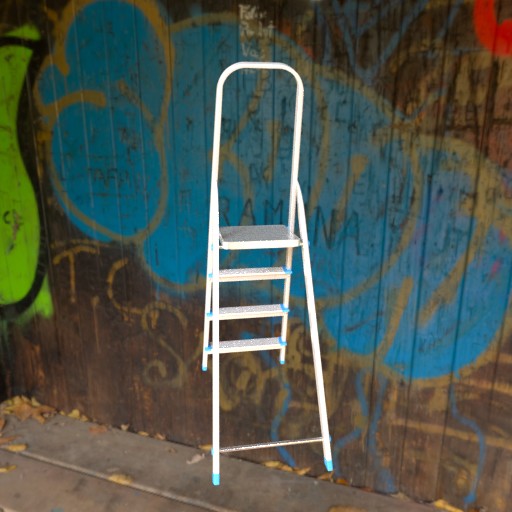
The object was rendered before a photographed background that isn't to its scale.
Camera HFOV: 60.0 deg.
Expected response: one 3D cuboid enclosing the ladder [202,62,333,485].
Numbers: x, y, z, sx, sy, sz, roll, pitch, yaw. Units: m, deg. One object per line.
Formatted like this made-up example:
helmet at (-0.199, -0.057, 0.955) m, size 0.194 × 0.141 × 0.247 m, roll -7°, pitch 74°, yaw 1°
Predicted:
ladder at (0.000, 0.000, 1.813) m, size 0.445 × 1.434 × 0.842 m, roll -2°, pitch 15°, yaw -9°
